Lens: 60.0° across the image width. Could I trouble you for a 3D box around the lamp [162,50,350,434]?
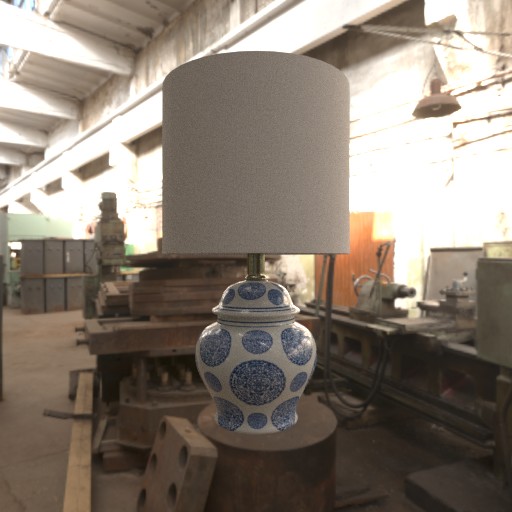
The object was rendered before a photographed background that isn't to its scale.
[{"bbox_3d":[0.000,0.000,0.518,0.215,0.381,0.215,0,0,-36],"label":"lamp"}]
